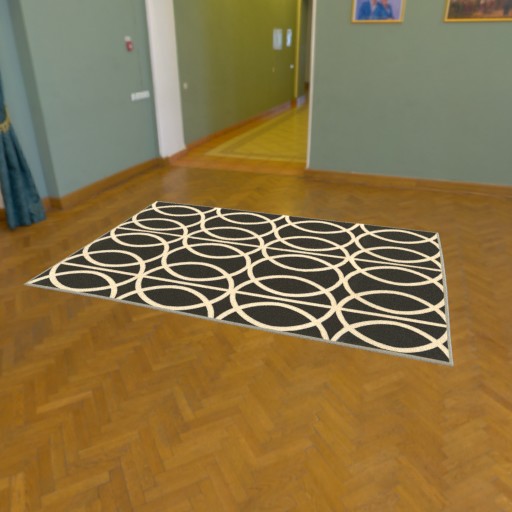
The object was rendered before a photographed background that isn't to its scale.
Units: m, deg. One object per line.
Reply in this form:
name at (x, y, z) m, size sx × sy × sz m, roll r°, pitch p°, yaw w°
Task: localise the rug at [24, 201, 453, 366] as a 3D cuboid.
rug at (0.000, 0.000, 2.858) m, size 2.294 × 0.014 × 1.528 m, roll 8°, pitch 27°, yaw 16°
